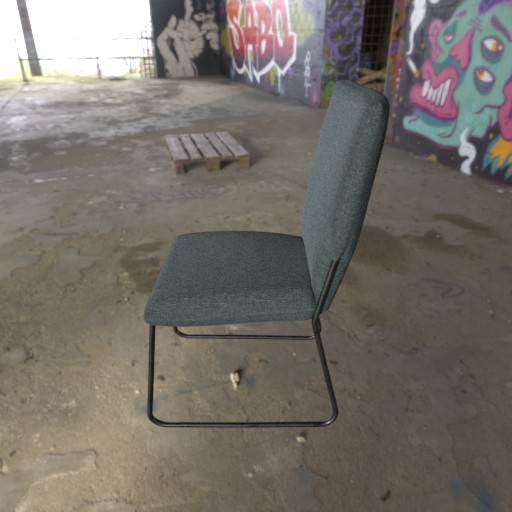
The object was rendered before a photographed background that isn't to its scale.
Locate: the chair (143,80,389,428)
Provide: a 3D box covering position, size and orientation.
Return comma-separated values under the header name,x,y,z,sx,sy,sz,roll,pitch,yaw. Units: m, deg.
name,x,y,z,sx,sy,sz,roll,pitch,yaw
chair,0.000,0.000,1.303,0.635,0.931,0.480,0,27,1
